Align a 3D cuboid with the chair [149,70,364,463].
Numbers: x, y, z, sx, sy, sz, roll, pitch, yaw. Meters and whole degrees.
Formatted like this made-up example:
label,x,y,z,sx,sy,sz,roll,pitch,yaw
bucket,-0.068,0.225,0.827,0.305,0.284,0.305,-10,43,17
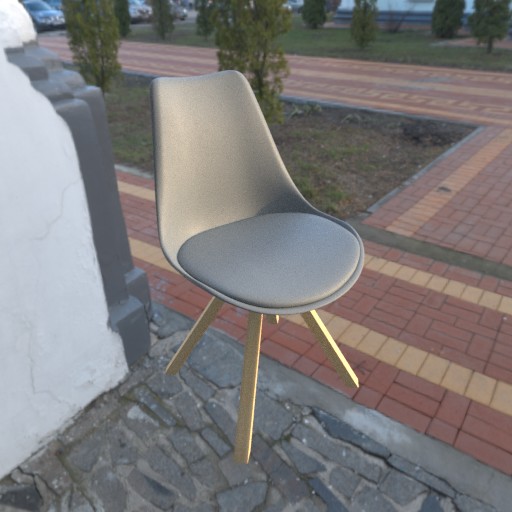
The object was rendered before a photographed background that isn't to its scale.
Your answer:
label,x,y,z,sx,sy,sz,roll,pitch,yaw
chair,0.000,0.000,1.178,0.485,0.850,0.549,-21,36,-32
